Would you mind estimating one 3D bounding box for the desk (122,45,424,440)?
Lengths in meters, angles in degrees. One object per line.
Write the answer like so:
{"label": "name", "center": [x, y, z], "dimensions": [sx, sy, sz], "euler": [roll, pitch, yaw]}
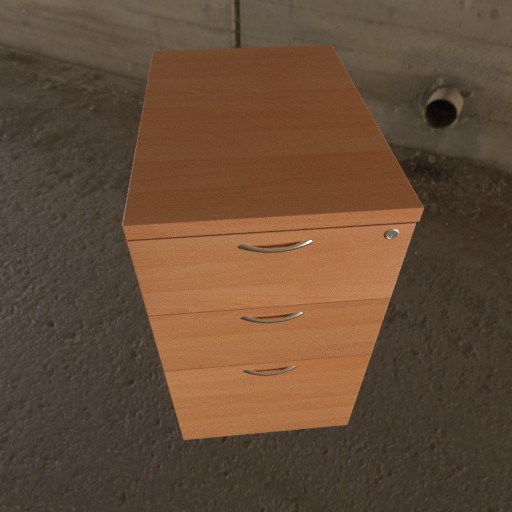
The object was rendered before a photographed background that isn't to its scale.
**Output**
{"label": "desk", "center": [0.000, 0.000, 1.049], "dimensions": [0.404, 0.730, 0.600], "euler": [-4, 46, -4]}
